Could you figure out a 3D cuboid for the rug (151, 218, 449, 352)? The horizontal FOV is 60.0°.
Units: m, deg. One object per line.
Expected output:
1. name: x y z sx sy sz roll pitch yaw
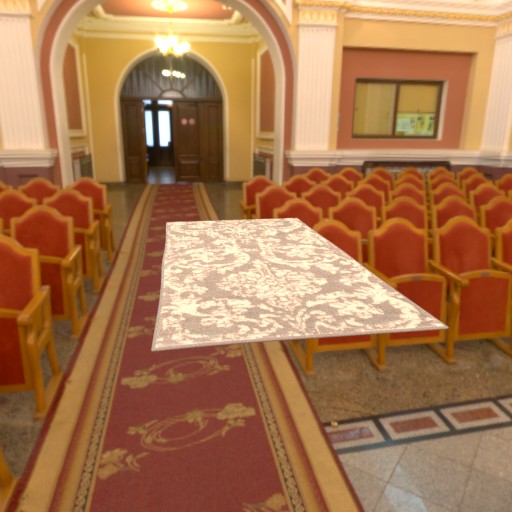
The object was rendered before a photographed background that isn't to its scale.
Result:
1. rug: 0.000 0.000 1.448 0.604 0.007 1.219 -3 16 -9
